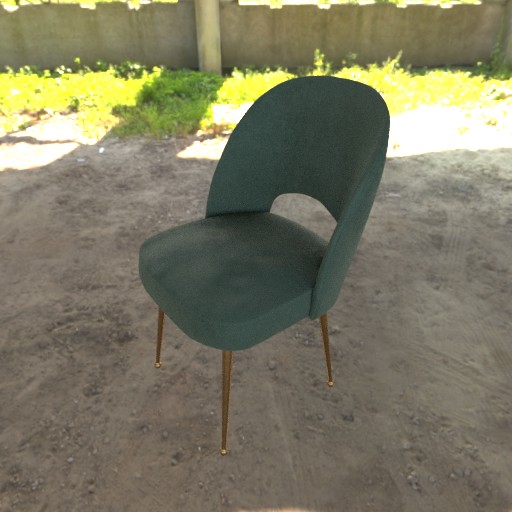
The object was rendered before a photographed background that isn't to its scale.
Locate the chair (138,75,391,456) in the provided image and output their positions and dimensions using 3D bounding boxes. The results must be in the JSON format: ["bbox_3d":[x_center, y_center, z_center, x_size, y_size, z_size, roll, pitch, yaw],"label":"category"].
[{"bbox_3d":[0.000,0.000,1.213,0.577,0.860,0.527,-21,37,-31],"label":"chair"}]
